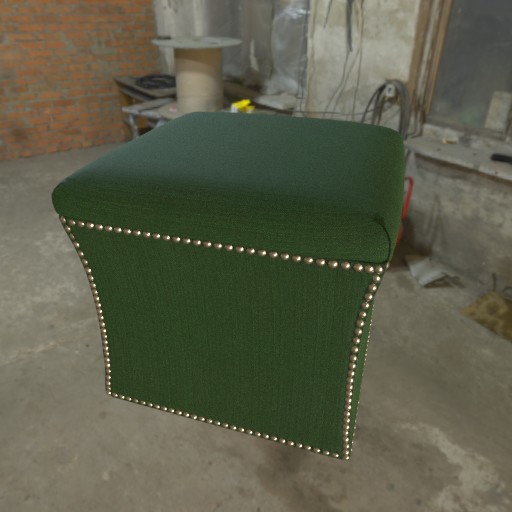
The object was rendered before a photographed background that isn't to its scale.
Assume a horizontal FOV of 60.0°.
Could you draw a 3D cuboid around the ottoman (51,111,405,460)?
[{"bbox_3d":[0.000,0.000,0.879,0.507,0.475,0.497,9,32,15],"label":"ottoman"}]
